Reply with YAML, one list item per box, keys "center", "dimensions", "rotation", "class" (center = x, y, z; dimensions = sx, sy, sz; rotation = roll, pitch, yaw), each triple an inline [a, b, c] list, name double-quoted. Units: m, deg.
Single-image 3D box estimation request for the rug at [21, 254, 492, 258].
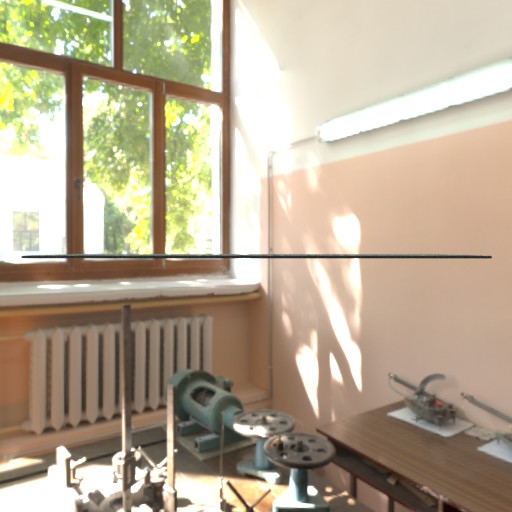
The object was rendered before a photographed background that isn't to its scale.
- center: [0.000, 0.000, 2.474]
  dimensions: [2.276, 0.014, 0.678]
  rotation: [0, 1, 1]
  class: "rug"
